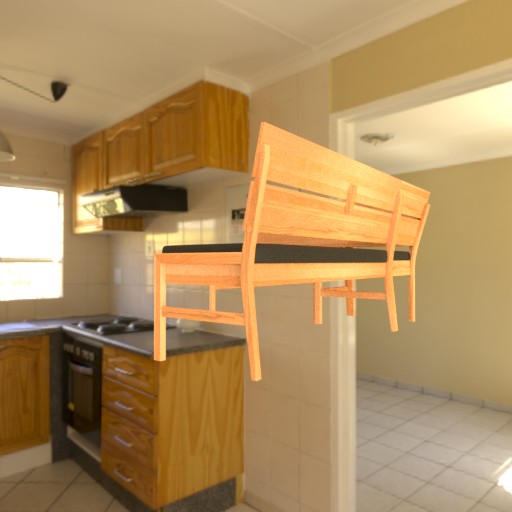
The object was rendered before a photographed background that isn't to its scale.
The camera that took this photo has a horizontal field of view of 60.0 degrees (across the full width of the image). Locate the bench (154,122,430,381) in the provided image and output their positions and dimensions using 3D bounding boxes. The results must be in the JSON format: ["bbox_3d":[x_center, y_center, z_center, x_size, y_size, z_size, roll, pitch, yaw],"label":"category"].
[{"bbox_3d":[0.000,0.000,2.748,1.548,0.890,1.948,-1,-1,37],"label":"bench"}]
